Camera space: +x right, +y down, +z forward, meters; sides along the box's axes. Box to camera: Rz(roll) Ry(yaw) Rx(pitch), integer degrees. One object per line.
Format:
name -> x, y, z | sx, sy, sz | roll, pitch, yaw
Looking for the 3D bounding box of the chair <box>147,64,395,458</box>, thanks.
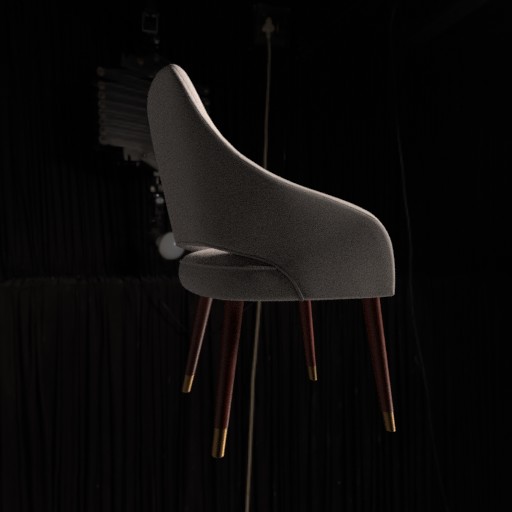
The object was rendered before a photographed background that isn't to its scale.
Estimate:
chair -> 0.000, 0.000, 1.271 | 0.600, 0.889, 0.609 | 0, 1, -17
